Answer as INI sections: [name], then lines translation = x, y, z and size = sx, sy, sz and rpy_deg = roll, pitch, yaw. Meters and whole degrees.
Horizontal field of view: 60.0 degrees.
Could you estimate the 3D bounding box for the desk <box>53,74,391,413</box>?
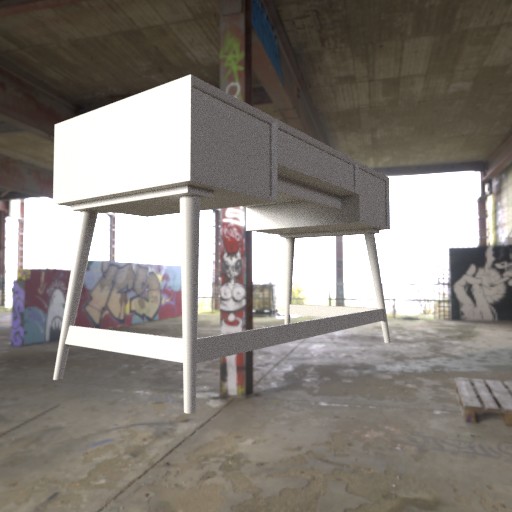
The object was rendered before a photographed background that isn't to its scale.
[desk]
translation = 0.000, 0.000, 1.693
size = 0.589, 0.762, 1.313
rpy_deg = -2, -3, 36
